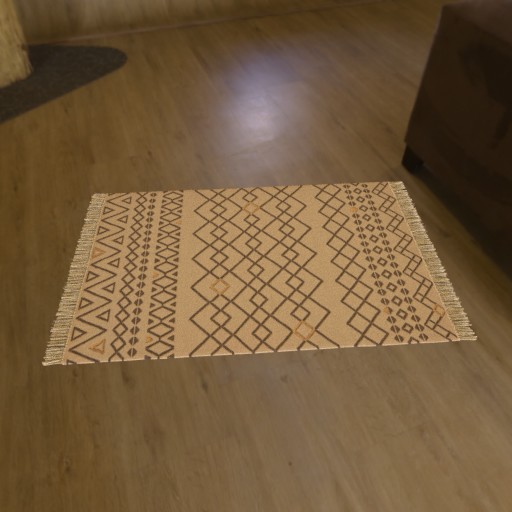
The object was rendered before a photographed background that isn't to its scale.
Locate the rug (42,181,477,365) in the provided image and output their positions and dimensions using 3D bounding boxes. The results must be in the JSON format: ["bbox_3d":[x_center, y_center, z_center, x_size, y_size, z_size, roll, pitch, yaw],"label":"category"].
[{"bbox_3d":[0.000,0.000,2.450,2.023,0.028,1.224,-3,47,-3],"label":"rug"}]
